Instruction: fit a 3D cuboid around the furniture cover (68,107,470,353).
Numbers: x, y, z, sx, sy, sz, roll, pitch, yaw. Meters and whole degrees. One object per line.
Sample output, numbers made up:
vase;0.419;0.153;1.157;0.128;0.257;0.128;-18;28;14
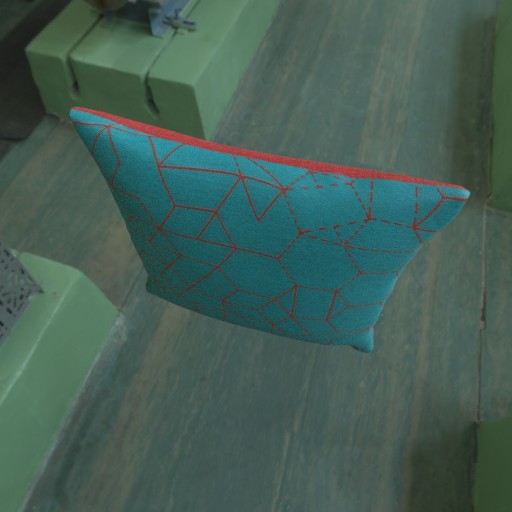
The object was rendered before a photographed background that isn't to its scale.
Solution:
furniture cover;0.000;0.000;0.762;0.517;0.508;0.158;13;59;8
